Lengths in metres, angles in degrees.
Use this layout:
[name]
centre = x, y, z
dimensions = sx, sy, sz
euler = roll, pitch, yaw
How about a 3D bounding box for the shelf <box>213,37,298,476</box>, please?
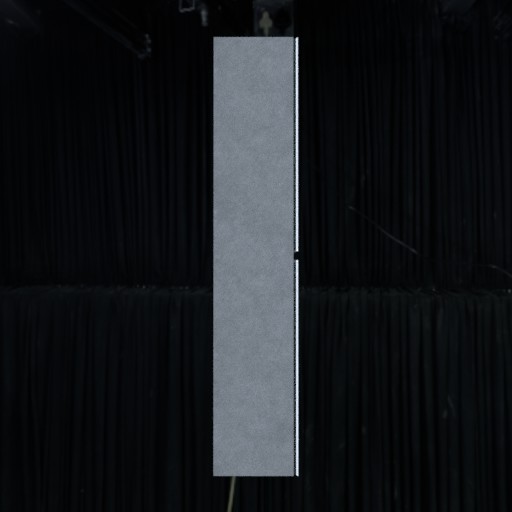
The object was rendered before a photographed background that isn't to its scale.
[shelf]
centre = 0.000, 0.000, 1.564
dimensions = 0.270, 1.400, 0.300
euler = 0, -1, 0
